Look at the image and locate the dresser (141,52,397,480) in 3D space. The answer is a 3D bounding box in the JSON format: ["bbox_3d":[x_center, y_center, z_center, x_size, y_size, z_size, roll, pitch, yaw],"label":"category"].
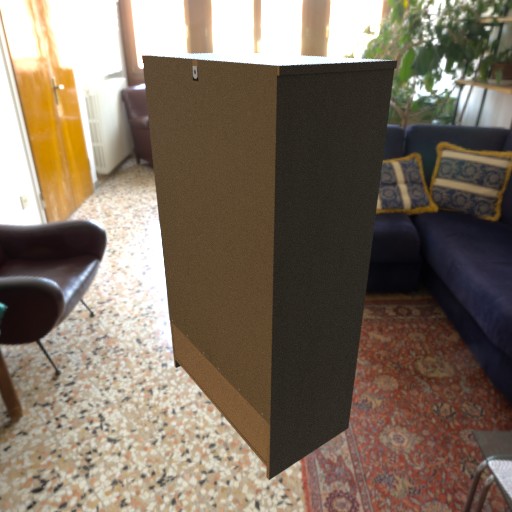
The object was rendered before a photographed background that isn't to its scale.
[{"bbox_3d":[0.000,0.000,1.532,0.399,1.255,0.704,-18,31,-32],"label":"dresser"}]
